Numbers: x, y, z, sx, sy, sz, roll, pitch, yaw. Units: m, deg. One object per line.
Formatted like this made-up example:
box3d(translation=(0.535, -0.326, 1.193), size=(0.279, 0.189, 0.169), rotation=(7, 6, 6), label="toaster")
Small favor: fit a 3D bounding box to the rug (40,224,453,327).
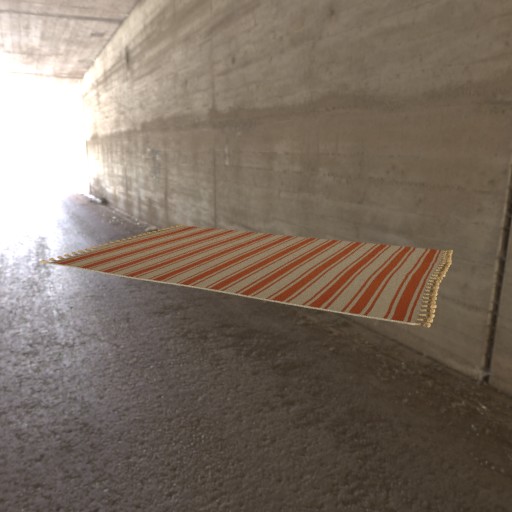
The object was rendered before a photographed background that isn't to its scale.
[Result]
box3d(translation=(0.000, 0.000, 3.054), size=(2.433, 0.022, 1.556), rotation=(7, 15, 26), label="rug")
